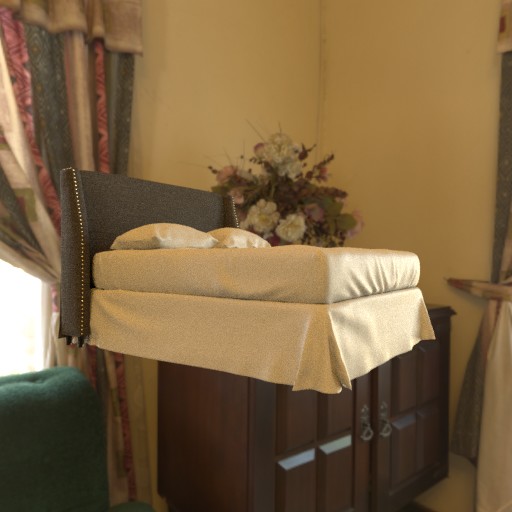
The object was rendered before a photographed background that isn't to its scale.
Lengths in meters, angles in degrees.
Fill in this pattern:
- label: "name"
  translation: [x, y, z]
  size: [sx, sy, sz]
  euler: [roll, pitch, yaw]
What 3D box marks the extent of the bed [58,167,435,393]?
- label: "bed"
  translation: [0.000, 0.000, 3.414]
  size: [2.276, 1.332, 1.925]
  euler: [0, 0, 36]
